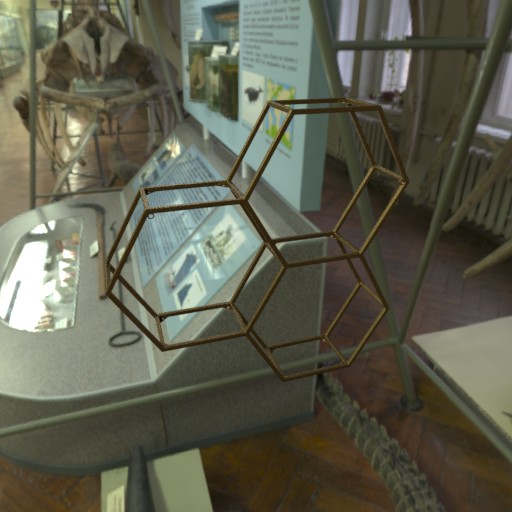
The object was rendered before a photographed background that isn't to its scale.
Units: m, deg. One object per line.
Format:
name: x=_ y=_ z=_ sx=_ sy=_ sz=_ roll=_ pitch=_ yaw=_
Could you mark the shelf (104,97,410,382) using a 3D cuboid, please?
shelf: x=0.000 y=0.000 z=1.083 sx=0.708 sy=0.701 sz=0.150 roll=-8 pitch=27 yaw=-16
